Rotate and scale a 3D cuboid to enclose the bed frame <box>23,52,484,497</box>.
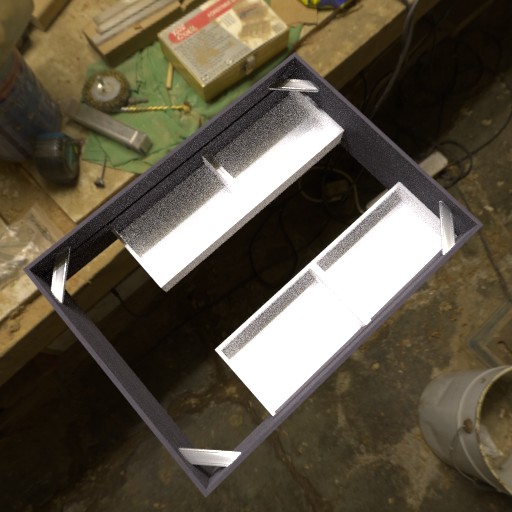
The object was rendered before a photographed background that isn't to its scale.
[{"bbox_3d":[0.000,0.000,2.510,1.944,0.459,1.448,-41,79,-10],"label":"bed frame"}]
